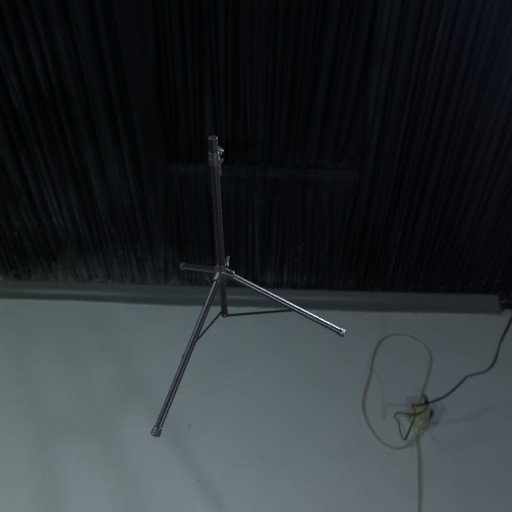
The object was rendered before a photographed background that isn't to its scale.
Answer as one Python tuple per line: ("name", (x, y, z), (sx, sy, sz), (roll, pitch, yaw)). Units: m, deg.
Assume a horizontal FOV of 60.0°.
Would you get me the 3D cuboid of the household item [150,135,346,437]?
("household item", (0.000, 0.000, 2.799), (1.339, 1.595, 1.596), (0, 40, 0))
